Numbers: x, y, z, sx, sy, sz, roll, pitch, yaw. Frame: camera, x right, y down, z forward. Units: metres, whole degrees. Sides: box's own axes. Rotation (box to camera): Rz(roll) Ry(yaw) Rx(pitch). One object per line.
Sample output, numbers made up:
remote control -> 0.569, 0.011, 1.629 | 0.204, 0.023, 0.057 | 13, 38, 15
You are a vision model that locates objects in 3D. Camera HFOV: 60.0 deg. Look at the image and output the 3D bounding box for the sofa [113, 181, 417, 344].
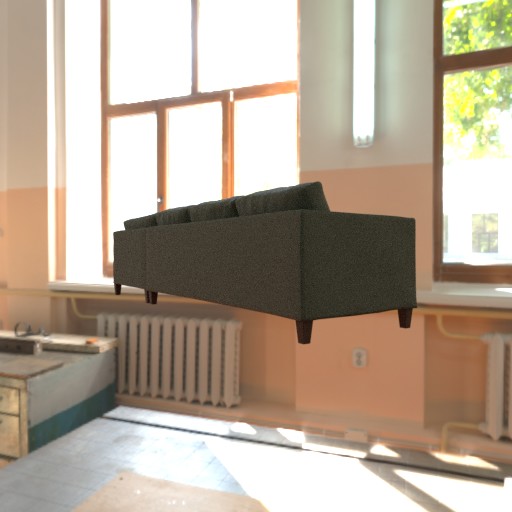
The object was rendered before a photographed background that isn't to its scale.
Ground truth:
sofa -> 0.000, 0.000, 3.968 | 1.625, 0.861, 3.186 | 0, 1, -35
